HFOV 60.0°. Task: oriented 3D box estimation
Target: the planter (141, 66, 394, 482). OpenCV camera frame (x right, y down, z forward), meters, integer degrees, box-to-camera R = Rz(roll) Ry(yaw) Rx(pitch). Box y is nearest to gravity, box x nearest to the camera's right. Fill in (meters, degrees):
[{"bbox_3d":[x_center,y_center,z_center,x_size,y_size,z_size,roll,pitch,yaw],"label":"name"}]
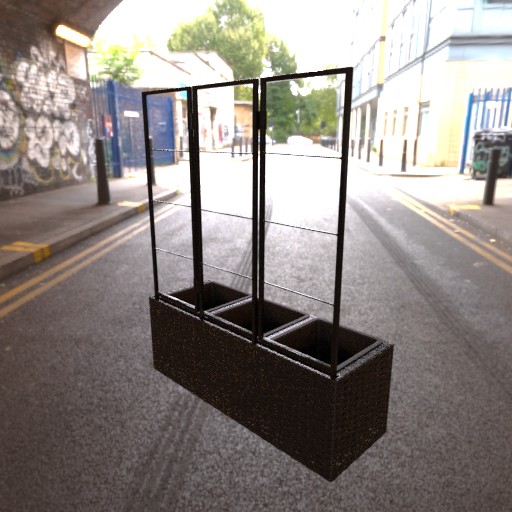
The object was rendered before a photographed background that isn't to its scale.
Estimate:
[{"bbox_3d":[0.000,0.000,1.167,0.698,0.841,0.244,15,21,43],"label":"planter"}]
